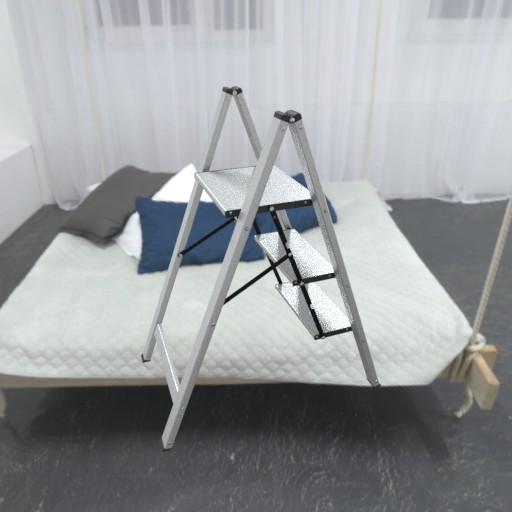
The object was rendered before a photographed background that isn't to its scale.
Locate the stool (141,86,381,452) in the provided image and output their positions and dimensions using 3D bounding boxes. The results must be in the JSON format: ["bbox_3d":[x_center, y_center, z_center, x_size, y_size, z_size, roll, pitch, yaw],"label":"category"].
[{"bbox_3d":[0.000,0.000,1.327,0.730,0.902,0.441,-10,30,-18],"label":"stool"}]
